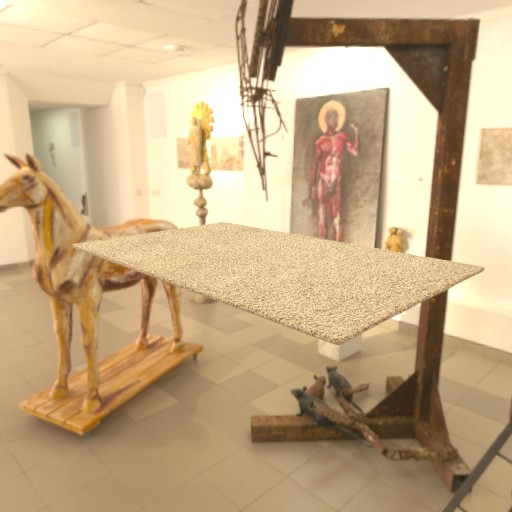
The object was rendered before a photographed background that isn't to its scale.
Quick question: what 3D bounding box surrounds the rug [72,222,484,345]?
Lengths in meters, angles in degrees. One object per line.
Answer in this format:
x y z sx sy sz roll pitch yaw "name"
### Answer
0.000 0.000 3.025 1.524 0.030 2.438 -13 19 -43 "rug"
